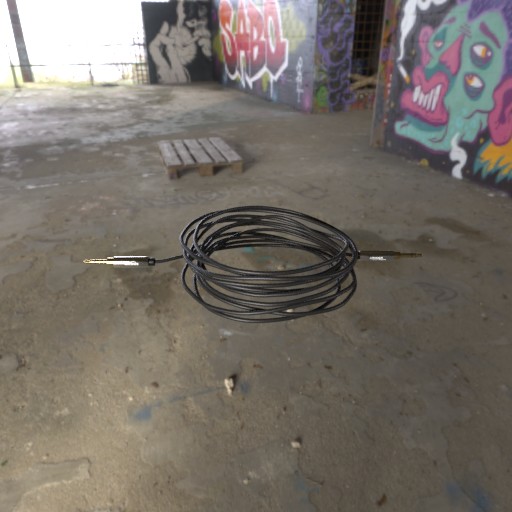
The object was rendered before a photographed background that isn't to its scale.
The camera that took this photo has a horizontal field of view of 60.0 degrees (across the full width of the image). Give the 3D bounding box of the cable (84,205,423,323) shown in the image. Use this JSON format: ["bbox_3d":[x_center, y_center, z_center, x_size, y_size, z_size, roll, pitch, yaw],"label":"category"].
[{"bbox_3d":[0.000,0.000,0.513,0.432,0.069,0.198,0,26,0],"label":"cable"}]
